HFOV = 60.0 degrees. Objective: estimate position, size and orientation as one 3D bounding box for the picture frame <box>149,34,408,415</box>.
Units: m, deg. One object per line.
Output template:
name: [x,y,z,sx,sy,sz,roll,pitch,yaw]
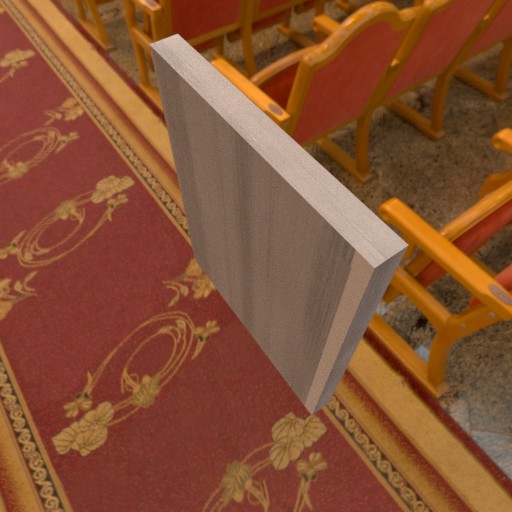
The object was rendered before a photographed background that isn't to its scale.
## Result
picture frame: [0.000,0.000,0.755,0.046,0.555,0.449,-31,62,-19]
